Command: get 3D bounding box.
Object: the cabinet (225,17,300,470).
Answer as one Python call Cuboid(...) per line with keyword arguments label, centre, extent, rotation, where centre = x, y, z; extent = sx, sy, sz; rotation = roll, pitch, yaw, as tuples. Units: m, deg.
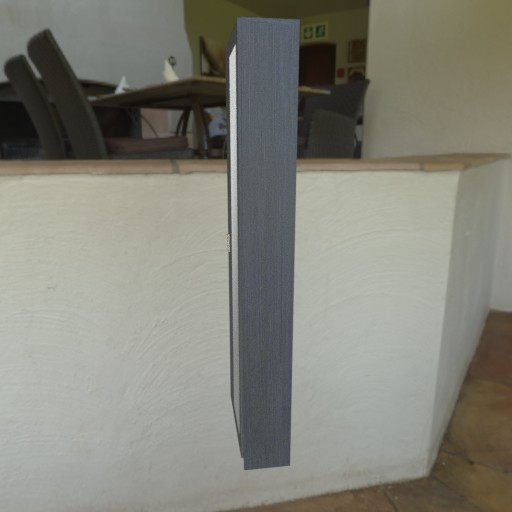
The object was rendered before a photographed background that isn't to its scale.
Cuboid(label="cabinet", centre=(0.000, 0.000, 1.963), extent=(0.230, 1.790, 0.500), rotation=(-2, 14, -8))
